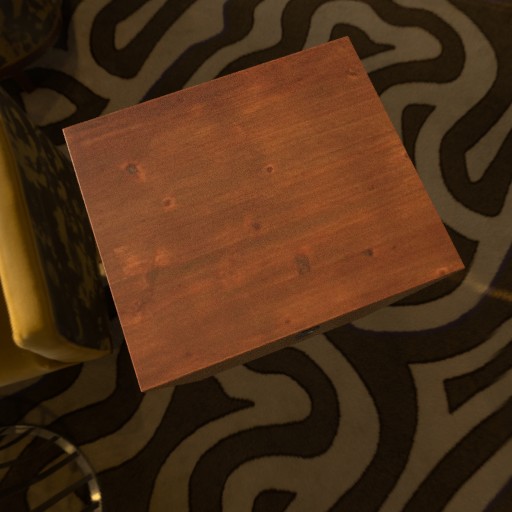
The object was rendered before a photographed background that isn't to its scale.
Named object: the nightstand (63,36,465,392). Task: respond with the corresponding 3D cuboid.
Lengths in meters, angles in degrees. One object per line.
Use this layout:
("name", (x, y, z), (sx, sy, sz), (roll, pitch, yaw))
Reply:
("nightstand", (0.000, 0.000, 0.970), (0.465, 0.695, 0.410), (-20, 77, -5))
